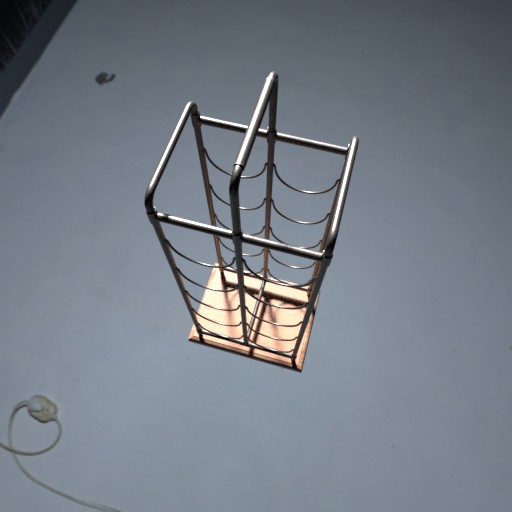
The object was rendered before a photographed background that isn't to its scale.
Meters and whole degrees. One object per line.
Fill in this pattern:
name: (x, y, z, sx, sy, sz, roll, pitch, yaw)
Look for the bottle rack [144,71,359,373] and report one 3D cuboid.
bottle rack: (0.000, 0.000, 0.782, 0.276, 0.680, 0.208, 14, 65, 7)
